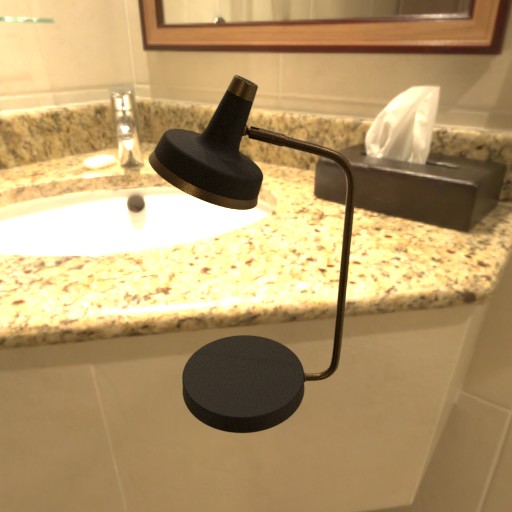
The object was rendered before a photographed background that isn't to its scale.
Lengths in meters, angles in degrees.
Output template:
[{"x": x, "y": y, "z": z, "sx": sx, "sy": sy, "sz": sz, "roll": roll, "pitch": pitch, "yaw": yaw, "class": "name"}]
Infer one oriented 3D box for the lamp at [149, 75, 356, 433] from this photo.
[{"x": 0.000, "y": 0.000, "z": 0.507, "sx": 0.218, "sy": 0.385, "sz": 0.162, "roll": 0, "pitch": 26, "yaw": -1, "class": "lamp"}]
